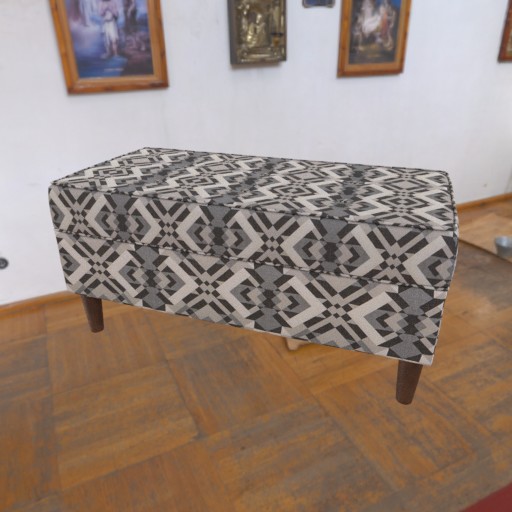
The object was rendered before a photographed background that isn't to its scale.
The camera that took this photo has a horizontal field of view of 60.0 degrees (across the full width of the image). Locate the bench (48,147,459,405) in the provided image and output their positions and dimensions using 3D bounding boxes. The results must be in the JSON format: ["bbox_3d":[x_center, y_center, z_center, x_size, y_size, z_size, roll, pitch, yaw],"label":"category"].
[{"bbox_3d":[0.000,0.000,1.297,1.016,0.477,0.492,9,27,17],"label":"bench"}]
